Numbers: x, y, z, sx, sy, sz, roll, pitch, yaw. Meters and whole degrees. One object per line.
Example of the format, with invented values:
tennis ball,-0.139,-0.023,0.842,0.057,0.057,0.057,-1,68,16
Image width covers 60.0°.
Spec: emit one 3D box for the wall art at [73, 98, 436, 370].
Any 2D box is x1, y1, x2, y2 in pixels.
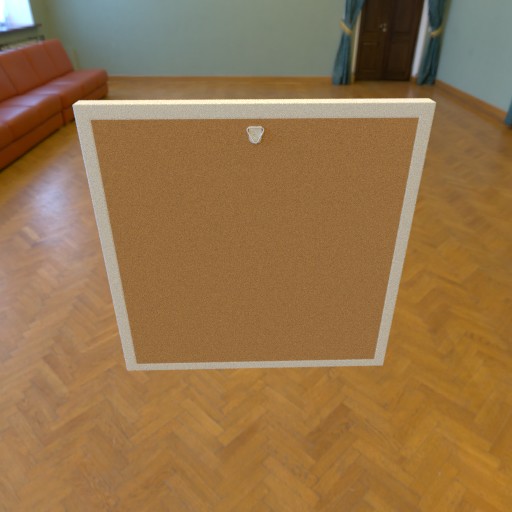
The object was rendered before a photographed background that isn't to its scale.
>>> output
wall art,0.000,0.000,1.135,0.761,0.762,0.050,-1,31,-1
